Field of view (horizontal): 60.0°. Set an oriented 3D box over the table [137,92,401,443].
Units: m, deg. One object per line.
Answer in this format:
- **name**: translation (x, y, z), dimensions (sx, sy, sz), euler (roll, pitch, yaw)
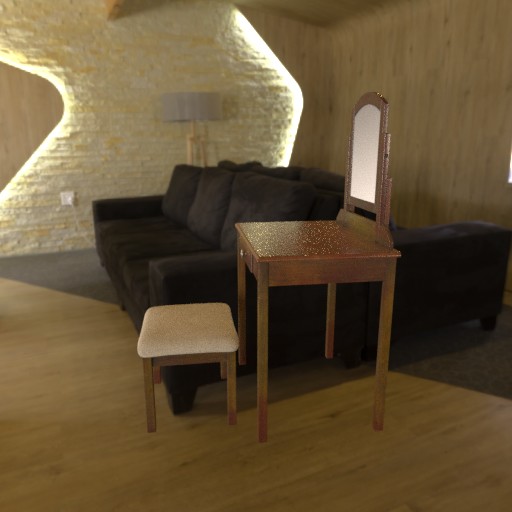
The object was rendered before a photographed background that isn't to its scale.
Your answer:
- **table**: translation (0.000, 0.000, 2.315), dimensions (1.211, 1.631, 0.876), euler (-2, 14, -8)
